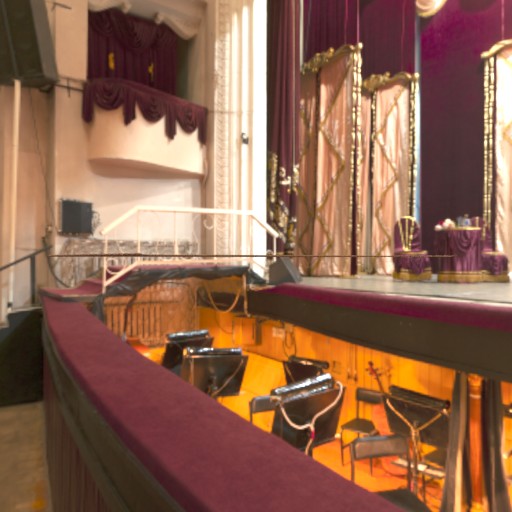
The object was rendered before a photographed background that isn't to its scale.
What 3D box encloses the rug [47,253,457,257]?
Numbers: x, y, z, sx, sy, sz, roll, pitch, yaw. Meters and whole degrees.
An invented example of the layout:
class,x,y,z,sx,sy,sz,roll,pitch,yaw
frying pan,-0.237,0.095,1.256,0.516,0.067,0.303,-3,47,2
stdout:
class,x,y,z,sx,sy,sz,roll,pitch,yaw
rug,0.000,0.000,3.912,3.040,0.017,2.030,0,0,-36
